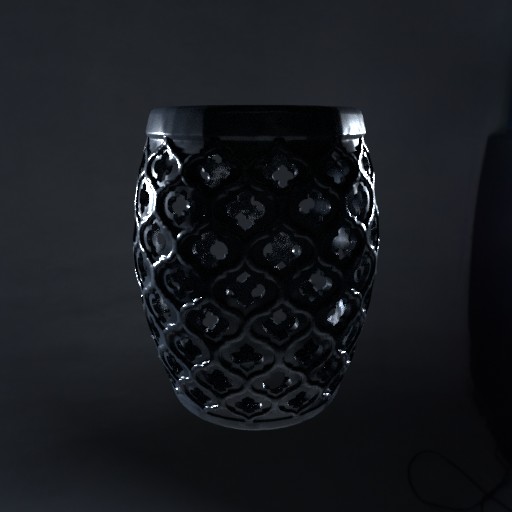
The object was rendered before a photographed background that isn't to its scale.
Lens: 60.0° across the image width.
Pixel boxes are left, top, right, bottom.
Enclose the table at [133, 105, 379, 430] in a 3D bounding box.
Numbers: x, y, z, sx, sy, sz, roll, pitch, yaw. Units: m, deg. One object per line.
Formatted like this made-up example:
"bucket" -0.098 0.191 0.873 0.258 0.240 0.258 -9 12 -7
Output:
"table" 0.000 0.000 0.613 0.325 0.388 0.325 0 17 0
